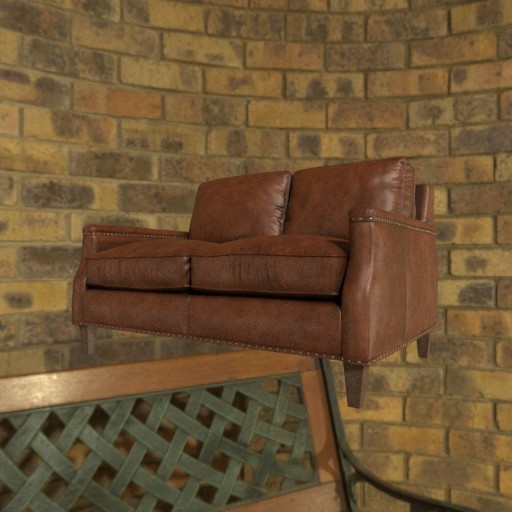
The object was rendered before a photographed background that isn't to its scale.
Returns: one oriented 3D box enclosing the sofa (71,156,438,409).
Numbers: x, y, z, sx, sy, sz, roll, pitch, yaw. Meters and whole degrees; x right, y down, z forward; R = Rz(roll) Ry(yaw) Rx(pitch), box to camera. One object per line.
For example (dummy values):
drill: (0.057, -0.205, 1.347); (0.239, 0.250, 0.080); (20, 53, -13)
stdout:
sofa: (0.000, 0.000, 2.264); (1.628, 1.003, 1.083); (0, 0, 34)
